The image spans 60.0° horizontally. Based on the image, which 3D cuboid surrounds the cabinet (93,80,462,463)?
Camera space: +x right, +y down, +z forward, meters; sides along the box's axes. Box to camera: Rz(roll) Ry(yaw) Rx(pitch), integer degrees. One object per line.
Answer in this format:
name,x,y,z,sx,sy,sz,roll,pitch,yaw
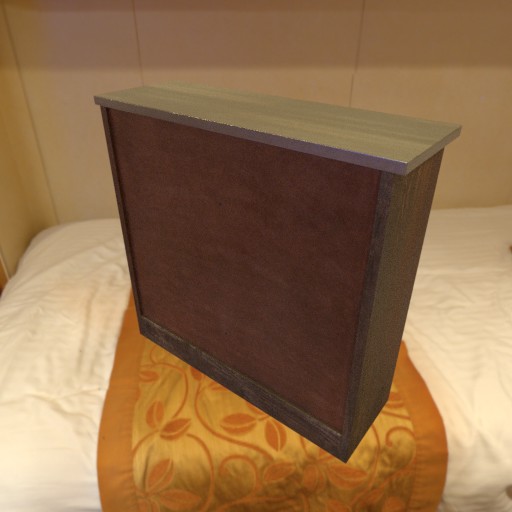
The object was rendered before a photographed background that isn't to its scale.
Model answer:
cabinet,0.000,0.000,1.417,0.968,0.919,0.338,22,37,32
